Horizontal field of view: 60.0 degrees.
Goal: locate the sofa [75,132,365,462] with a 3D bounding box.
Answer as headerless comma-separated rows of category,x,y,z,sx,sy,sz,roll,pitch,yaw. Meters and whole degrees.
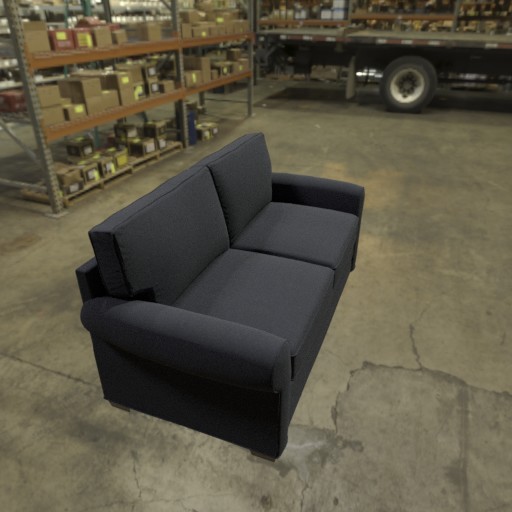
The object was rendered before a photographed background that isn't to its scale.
sofa,0.000,0.000,2.585,0.951,1.031,2.009,11,31,19
